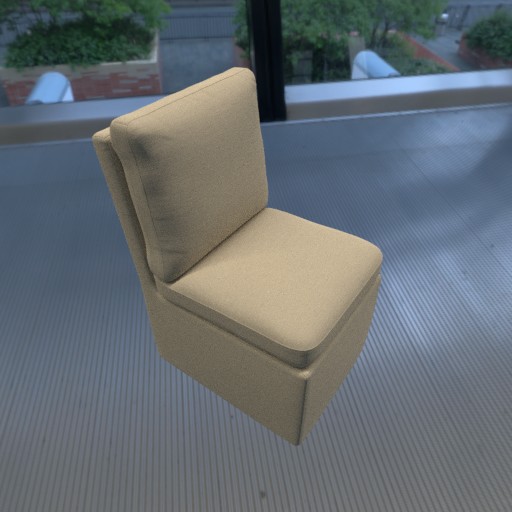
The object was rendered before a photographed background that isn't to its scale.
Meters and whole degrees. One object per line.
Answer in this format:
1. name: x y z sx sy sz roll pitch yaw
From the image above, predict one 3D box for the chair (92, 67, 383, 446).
1. chair: 0.000 0.000 1.361 0.698 0.927 0.503 25 47 26
